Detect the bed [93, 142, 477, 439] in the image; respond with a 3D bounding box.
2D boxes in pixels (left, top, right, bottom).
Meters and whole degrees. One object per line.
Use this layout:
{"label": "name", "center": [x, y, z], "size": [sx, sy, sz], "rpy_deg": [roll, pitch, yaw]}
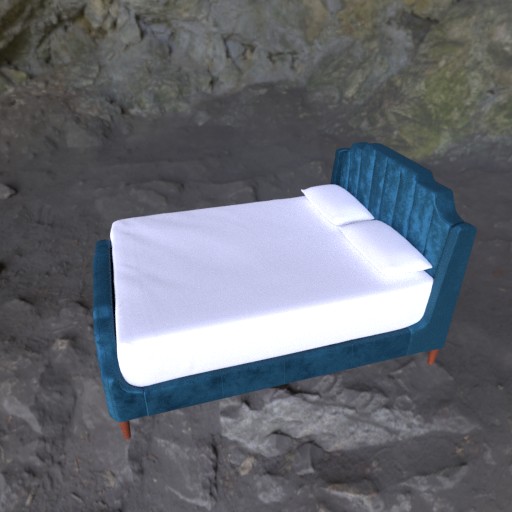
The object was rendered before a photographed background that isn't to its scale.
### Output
{"label": "bed", "center": [0.000, 0.000, 3.318], "size": [2.322, 1.338, 1.678], "rpy_deg": [-9, 32, -14]}
